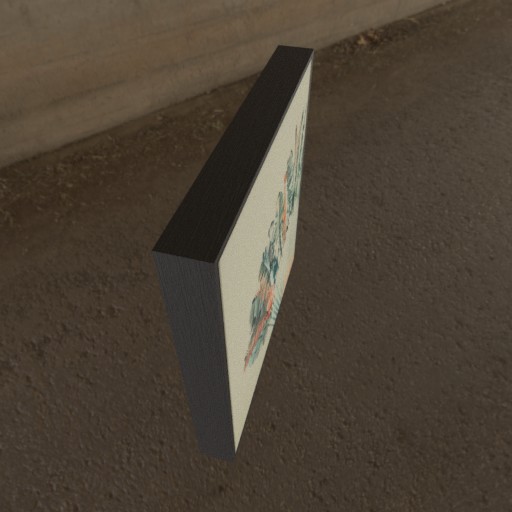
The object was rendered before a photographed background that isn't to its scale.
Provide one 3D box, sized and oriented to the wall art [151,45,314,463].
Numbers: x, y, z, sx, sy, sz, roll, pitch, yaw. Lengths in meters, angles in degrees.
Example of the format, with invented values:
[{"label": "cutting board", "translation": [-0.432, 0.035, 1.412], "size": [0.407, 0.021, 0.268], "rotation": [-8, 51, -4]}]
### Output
[{"label": "wall art", "translation": [0.000, 0.000, 0.450], "size": [0.036, 0.300, 0.302], "rotation": [11, 47, 11]}]
